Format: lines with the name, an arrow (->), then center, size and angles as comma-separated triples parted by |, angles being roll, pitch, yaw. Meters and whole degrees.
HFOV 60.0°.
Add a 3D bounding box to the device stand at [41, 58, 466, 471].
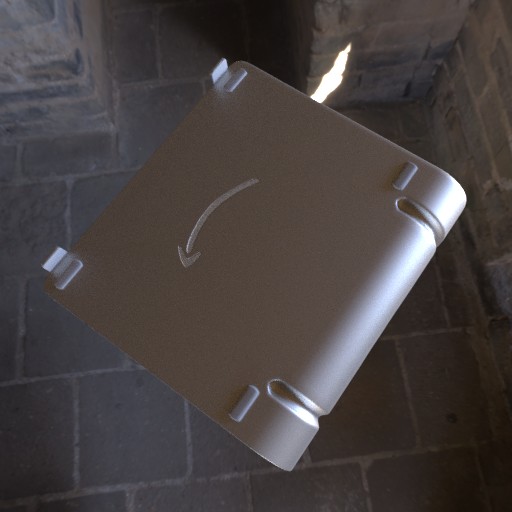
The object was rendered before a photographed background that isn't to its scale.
device stand -> 0.000, 0.000, 0.391 | 0.236, 0.155, 0.256 | 36, 78, 8
